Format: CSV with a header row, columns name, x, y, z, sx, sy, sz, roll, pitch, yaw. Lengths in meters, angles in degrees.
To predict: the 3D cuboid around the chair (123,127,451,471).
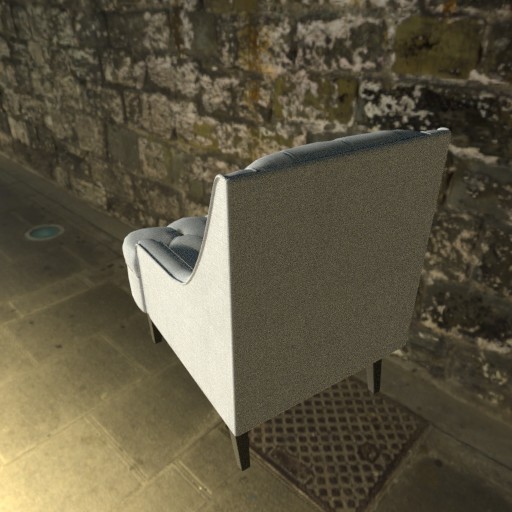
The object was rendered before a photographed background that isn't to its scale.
name,x,y,z,sx,sy,sz,roll,pitch,yaw
chair,0.000,0.000,1.408,0.658,0.891,0.772,-18,34,-28
